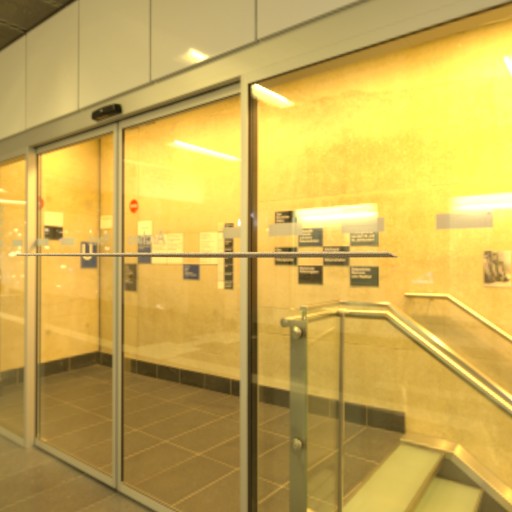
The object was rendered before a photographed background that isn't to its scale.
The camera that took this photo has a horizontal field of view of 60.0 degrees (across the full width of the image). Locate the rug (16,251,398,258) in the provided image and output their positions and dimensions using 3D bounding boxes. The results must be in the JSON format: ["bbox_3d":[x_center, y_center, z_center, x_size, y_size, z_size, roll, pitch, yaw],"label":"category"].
[{"bbox_3d":[0.000,0.000,4.082,2.446,0.015,3.046,0,-1,19],"label":"rug"}]
